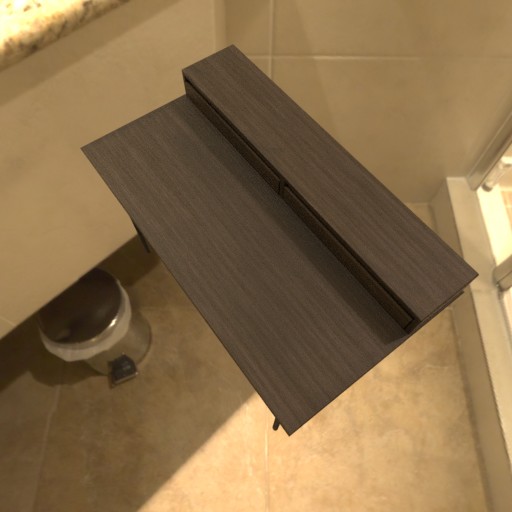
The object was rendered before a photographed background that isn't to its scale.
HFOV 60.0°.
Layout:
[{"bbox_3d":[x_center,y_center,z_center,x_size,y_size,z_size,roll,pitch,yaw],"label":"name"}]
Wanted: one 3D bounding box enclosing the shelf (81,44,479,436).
[{"bbox_3d":[0.000,0.000,1.755,0.685,0.865,1.212,-34,68,-16],"label":"shelf"}]
